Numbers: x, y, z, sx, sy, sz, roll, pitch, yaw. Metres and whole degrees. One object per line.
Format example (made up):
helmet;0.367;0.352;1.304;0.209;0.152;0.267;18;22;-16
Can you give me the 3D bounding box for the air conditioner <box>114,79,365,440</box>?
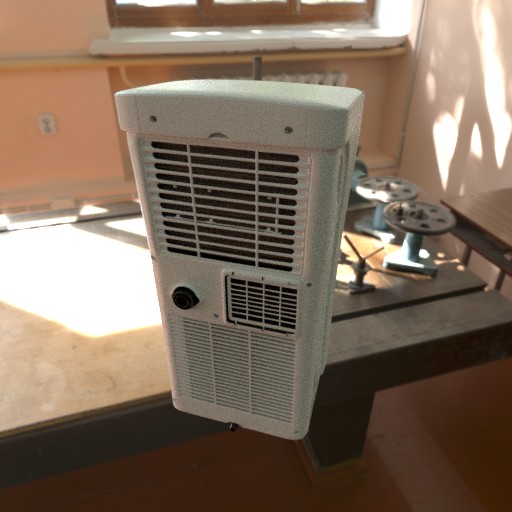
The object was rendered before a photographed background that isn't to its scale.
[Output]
air conditioner;0.000;0.000;0.929;0.352;0.716;0.369;9;32;15
